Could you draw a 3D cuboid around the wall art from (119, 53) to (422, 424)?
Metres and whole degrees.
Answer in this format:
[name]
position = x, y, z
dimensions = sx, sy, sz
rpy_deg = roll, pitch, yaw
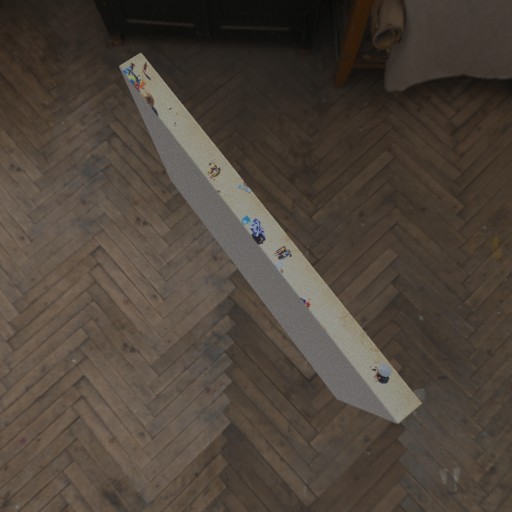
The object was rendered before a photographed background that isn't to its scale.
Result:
[wall art]
position = 0.000, 0.000, 0.780
dimensions = 0.039, 0.406, 0.609
rpy_deg = -36, 79, -8
